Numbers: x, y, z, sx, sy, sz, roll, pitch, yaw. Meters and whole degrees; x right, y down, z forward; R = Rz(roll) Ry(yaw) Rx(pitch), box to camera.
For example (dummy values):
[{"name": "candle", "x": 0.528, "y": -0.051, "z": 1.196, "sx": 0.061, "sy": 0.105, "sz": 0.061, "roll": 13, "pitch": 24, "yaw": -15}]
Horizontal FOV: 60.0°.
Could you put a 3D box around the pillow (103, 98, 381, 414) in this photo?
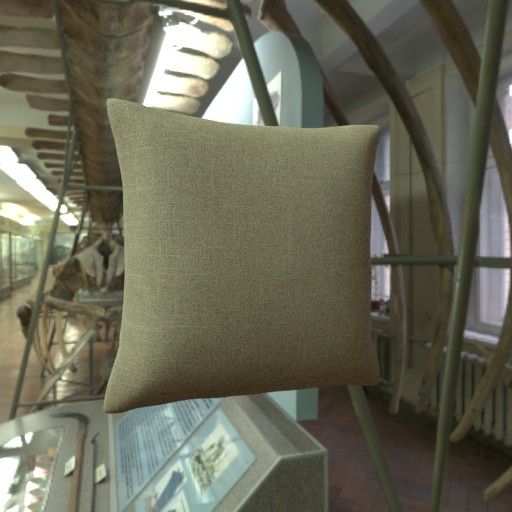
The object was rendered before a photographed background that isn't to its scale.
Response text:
[{"name": "pillow", "x": 0.000, "y": 0.000, "z": 0.668, "sx": 0.435, "sy": 0.428, "sz": 0.148, "roll": 0, "pitch": 0, "yaw": -19}]
